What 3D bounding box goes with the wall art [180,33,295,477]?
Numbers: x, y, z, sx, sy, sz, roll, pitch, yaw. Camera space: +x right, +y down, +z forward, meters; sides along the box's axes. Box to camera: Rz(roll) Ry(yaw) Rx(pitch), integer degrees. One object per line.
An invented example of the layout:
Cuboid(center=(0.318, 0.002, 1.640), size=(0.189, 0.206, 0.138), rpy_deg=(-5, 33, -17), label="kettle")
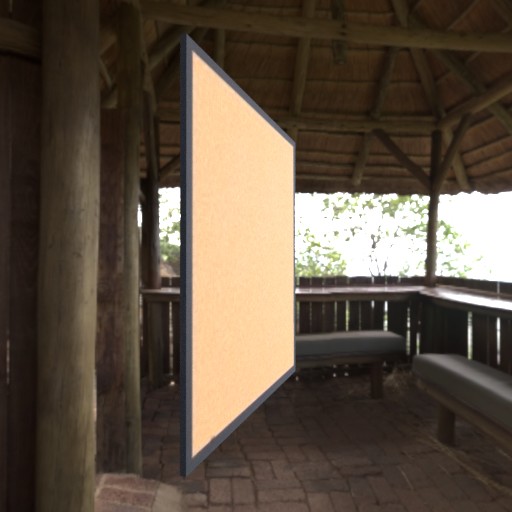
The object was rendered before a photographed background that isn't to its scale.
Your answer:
Cuboid(center=(0.000, 0.000, 1.214), size=(0.013, 0.823, 0.823), rpy_deg=(0, 0, 19), label="wall art")
